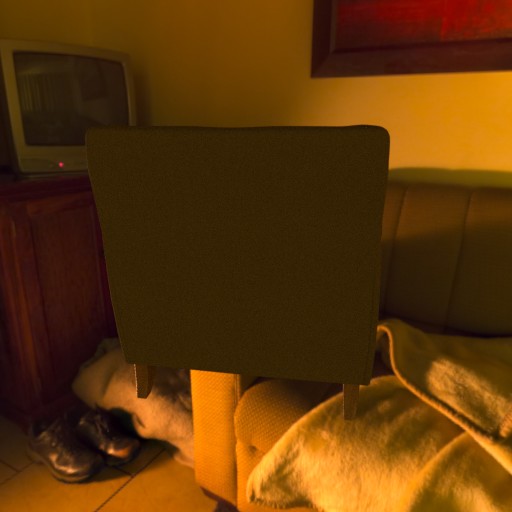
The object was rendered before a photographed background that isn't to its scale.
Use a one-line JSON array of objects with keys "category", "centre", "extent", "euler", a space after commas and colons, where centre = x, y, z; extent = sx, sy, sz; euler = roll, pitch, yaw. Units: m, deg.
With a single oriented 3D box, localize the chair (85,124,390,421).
[{"category": "chair", "centre": [0.000, 0.000, 1.603], "extent": [0.836, 0.911, 0.831], "euler": [3, 17, 9]}]
